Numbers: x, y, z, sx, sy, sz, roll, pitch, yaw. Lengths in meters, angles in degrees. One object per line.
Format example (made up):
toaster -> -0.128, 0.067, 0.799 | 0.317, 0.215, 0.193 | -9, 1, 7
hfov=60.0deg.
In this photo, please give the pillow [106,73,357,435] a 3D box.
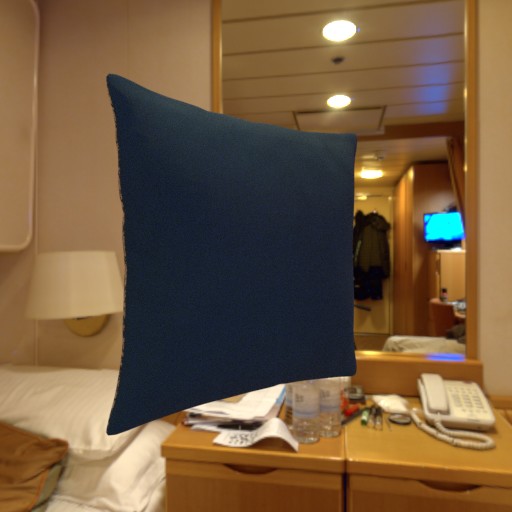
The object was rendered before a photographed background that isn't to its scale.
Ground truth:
pillow -> 0.000, 0.000, 0.776 | 0.523, 0.510, 0.166 | 0, 0, -36
